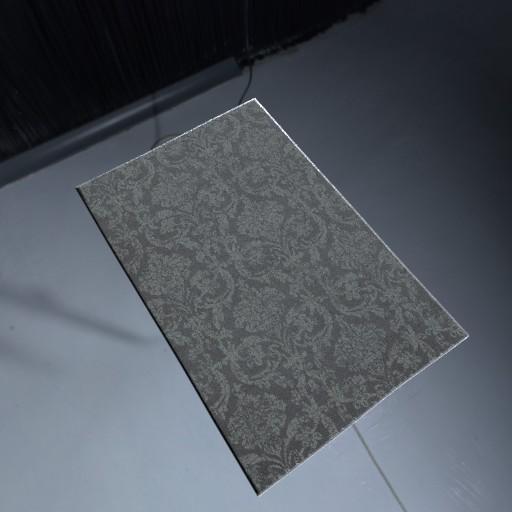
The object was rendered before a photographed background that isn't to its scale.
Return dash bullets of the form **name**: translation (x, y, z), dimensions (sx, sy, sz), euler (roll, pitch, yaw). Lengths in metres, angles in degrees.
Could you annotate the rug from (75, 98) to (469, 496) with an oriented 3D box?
- **rug**: translation (0.000, 0.000, 3.437), dimensions (1.819, 0.018, 2.746), euler (-31, 68, -14)
